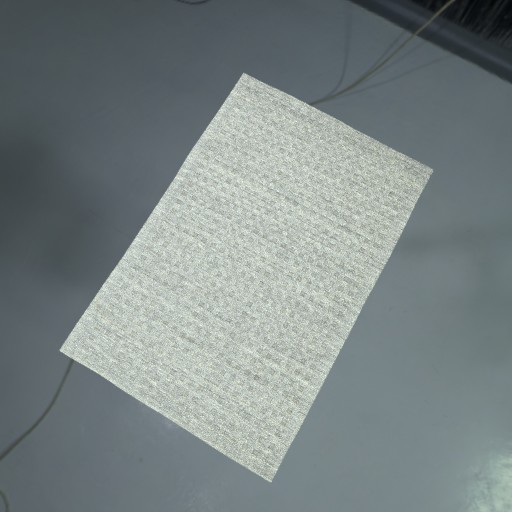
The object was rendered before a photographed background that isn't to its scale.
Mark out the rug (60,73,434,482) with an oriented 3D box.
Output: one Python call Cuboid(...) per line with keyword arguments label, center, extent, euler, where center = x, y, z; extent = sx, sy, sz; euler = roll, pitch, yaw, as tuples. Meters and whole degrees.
Cuboid(label="rug", center=(0.000, 0.000, 2.925), extent=(1.532, 0.018, 2.297), euler=(29, 79, 6))
